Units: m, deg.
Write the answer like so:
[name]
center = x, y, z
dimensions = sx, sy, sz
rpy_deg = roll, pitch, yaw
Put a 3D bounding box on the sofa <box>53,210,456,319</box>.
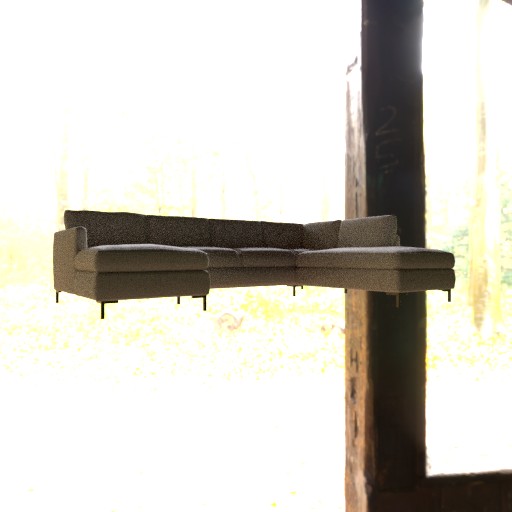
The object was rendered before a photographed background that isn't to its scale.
[sofa]
center = 0.000, 0.000, 3.593
dimensions = 2.737, 0.756, 1.879
rpy_deg = 0, 0, -36
